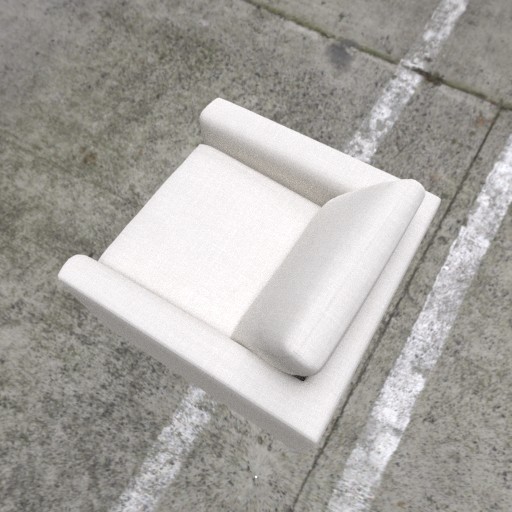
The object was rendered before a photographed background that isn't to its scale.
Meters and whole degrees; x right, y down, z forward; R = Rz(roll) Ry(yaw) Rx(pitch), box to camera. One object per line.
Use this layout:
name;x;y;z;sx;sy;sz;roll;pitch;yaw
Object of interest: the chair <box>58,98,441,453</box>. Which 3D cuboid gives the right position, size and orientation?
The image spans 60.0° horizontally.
chair;0.000;0.000;1.842;1.100;0.876;1.070;29;67;14
